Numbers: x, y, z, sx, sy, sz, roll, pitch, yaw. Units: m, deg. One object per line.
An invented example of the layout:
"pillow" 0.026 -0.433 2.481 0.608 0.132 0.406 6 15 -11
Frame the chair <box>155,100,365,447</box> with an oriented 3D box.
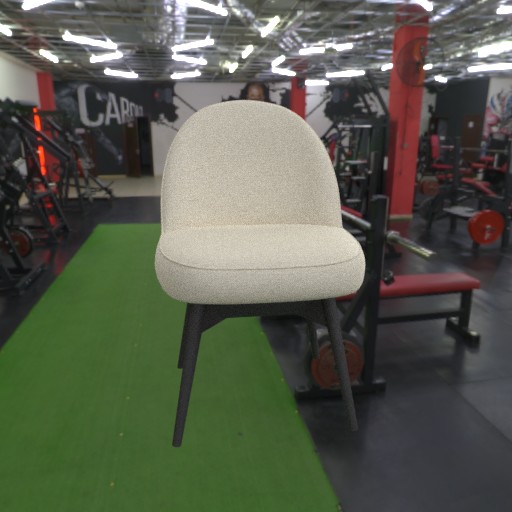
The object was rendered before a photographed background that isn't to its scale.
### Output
"chair" 0.000 0.000 1.220 0.532 0.838 0.540 -2 16 -7
